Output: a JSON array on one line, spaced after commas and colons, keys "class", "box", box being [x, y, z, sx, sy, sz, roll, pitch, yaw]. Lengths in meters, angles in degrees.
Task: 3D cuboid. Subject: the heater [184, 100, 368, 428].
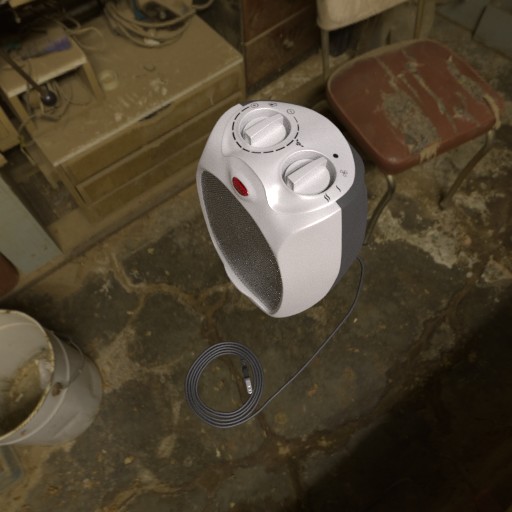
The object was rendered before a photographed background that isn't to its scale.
[{"class": "heater", "box": [0.000, 0.000, 0.474, 0.291, 0.240, 0.239, -34, 69, -15]}]
